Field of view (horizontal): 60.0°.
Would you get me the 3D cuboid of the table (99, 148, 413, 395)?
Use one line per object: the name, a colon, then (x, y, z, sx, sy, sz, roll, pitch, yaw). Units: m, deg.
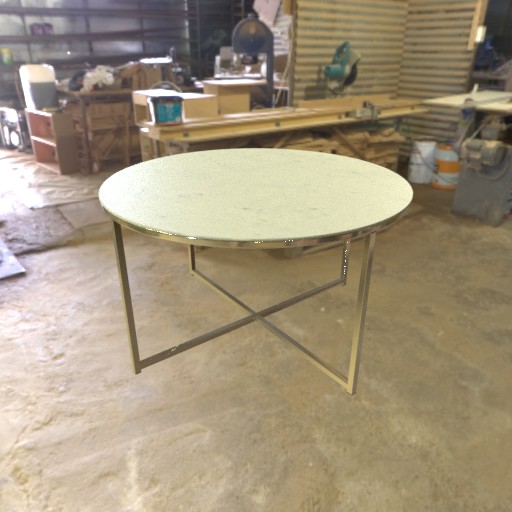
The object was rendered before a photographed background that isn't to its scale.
table: (0.000, 0.000, 1.279, 0.800, 0.450, 0.800, 0, 25, 0)
